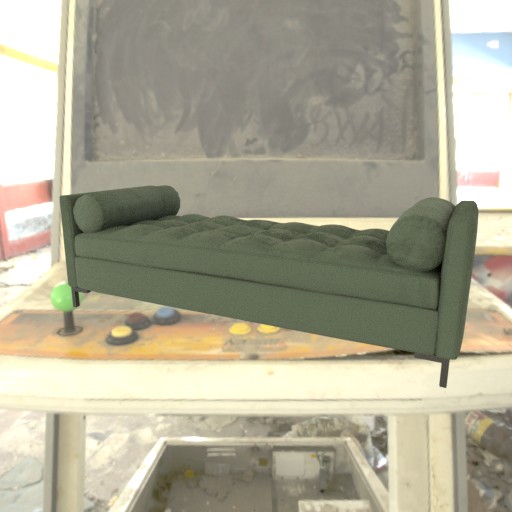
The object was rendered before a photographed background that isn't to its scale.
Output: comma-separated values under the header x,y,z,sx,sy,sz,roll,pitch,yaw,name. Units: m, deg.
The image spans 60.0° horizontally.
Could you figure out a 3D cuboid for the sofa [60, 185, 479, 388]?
x,y,z,sx,sy,sz,roll,pitch,yaw,name
0.000,0.000,2.424,2.130,0.681,0.817,7,15,26,sofa
